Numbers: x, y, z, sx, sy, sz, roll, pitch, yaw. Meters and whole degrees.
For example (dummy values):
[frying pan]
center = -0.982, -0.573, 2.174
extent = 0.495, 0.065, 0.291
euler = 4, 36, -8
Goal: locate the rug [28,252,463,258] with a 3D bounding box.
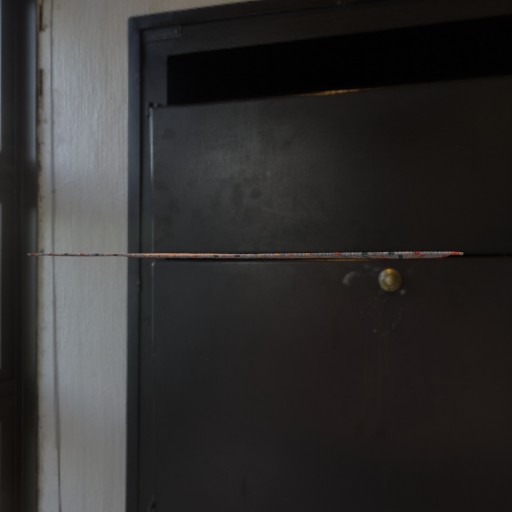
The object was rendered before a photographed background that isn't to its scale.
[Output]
[rug]
center = 0.000, 0.000, 3.057
extent = 2.439, 0.029, 1.537
euler = 0, -1, 18
